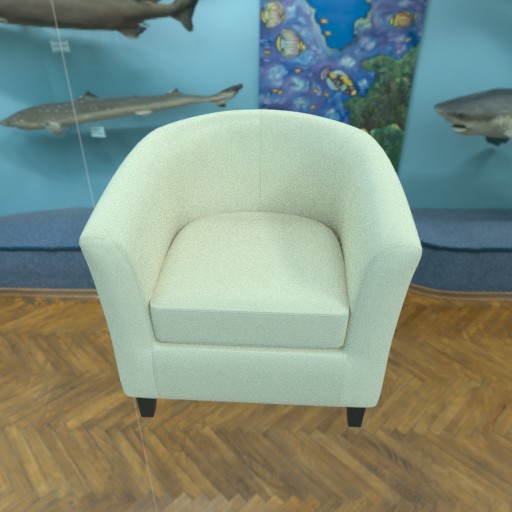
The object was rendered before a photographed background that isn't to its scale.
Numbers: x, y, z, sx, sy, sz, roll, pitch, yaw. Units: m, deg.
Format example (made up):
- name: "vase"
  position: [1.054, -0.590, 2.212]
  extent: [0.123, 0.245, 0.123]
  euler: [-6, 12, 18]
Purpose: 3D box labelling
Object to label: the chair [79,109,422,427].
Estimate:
- name: "chair"
  position: [0.000, 0.000, 1.406]
  extent: [0.792, 0.756, 0.727]
  euler: [2, 31, 3]
